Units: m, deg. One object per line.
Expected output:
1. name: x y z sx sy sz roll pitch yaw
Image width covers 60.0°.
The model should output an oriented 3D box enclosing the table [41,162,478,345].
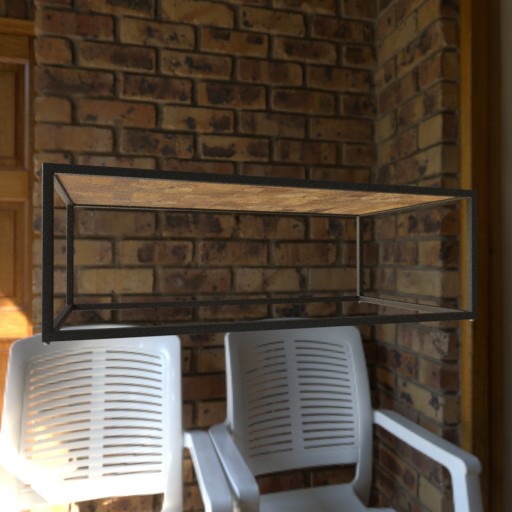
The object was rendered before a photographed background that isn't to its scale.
1. table: 0.000 0.000 1.459 1.199 0.398 0.649 0 -1 -19
